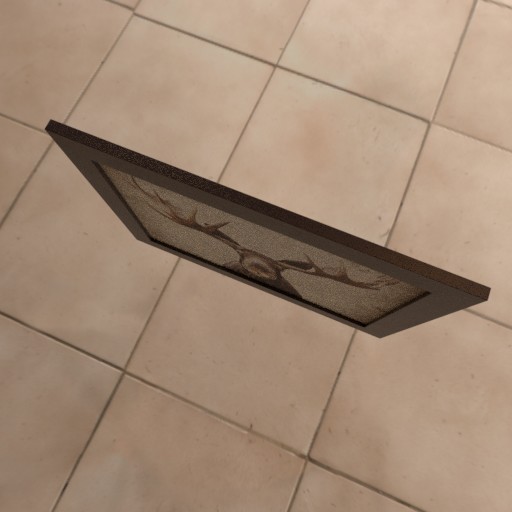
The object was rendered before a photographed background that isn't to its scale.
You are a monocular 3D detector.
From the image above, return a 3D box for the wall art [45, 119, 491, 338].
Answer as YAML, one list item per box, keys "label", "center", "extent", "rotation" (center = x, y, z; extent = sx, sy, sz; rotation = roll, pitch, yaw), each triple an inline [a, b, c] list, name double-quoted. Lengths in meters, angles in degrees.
- label: "wall art"
  center: [0.000, 0.000, 1.579]
  extent: [1.207, 0.952, 0.034]
  rotation: [22, 75, 6]
